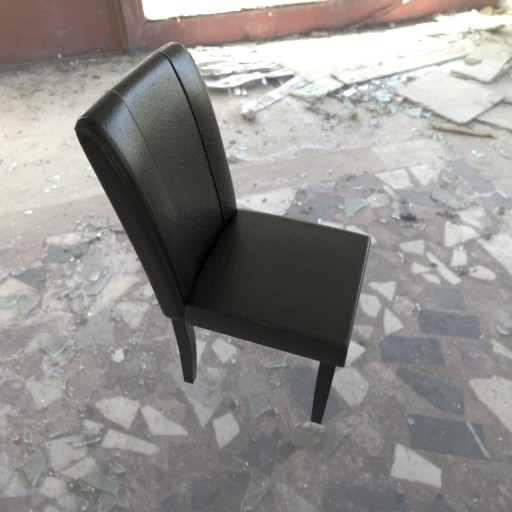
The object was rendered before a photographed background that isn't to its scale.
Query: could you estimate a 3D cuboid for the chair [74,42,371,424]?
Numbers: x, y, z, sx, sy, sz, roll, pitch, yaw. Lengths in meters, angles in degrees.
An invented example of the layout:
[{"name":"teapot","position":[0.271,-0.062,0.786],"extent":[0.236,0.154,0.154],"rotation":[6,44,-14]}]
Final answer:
[{"name":"chair","position":[0.000,0.000,1.150],"extent":[0.556,0.897,0.399],"rotation":[13,48,13]}]
